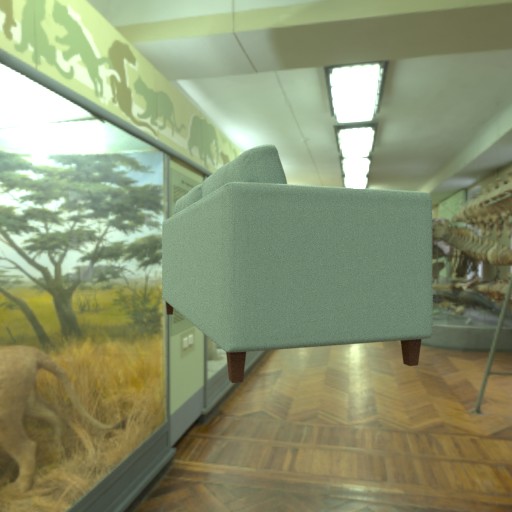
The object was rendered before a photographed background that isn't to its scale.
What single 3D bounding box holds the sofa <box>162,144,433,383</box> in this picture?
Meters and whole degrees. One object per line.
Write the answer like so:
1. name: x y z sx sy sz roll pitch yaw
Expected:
1. sofa: 0.000 0.000 2.802 0.951 0.965 2.208 0 0 -18
